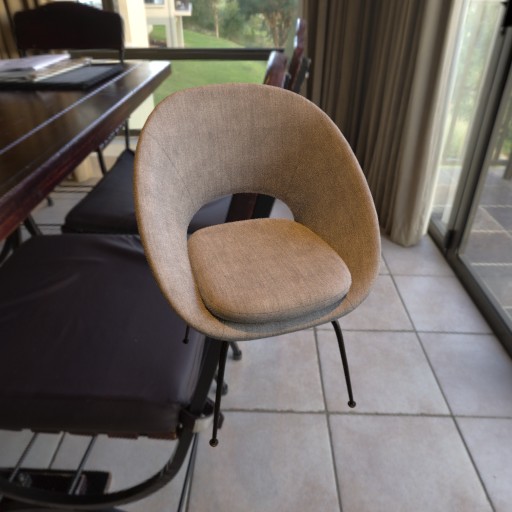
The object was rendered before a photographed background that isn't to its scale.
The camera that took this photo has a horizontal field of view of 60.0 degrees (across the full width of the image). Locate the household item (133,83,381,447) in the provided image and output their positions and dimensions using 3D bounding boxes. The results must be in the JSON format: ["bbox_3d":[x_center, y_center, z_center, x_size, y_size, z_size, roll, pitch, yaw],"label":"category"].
[{"bbox_3d":[0.000,0.000,1.305,0.643,0.869,0.587,-10,33,-15],"label":"household item"}]
